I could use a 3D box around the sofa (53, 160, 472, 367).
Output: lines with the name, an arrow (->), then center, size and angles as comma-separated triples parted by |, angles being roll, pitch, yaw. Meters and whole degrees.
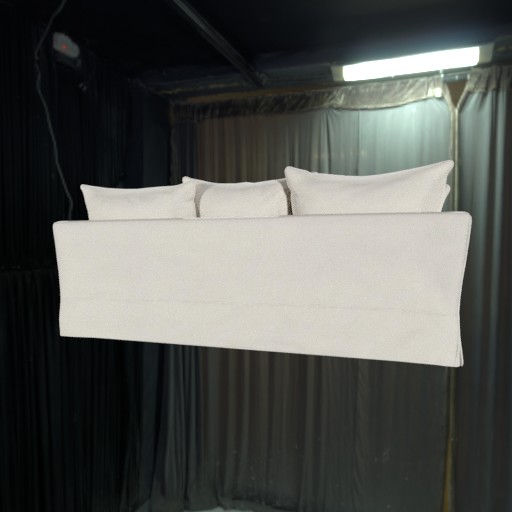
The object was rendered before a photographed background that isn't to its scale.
sofa -> 0.000, 0.000, 2.961 | 2.499, 1.047, 1.046 | 0, 1, 19
